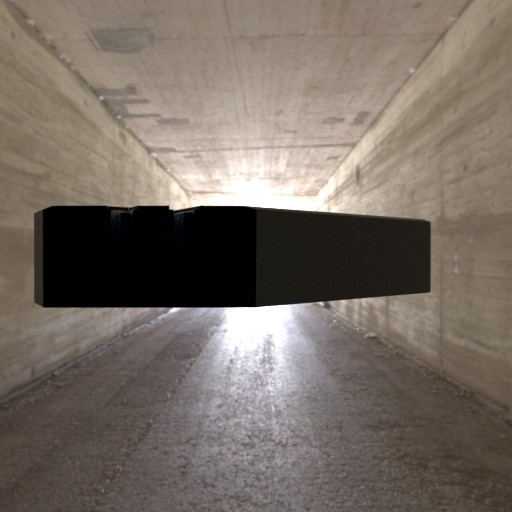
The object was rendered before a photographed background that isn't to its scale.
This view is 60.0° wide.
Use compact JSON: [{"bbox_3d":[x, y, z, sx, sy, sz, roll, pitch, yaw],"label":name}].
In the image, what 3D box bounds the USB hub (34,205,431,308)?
[{"bbox_3d":[0.000,0.000,0.127,0.110,0.023,0.044,0,0,-35],"label":"USB hub"}]
